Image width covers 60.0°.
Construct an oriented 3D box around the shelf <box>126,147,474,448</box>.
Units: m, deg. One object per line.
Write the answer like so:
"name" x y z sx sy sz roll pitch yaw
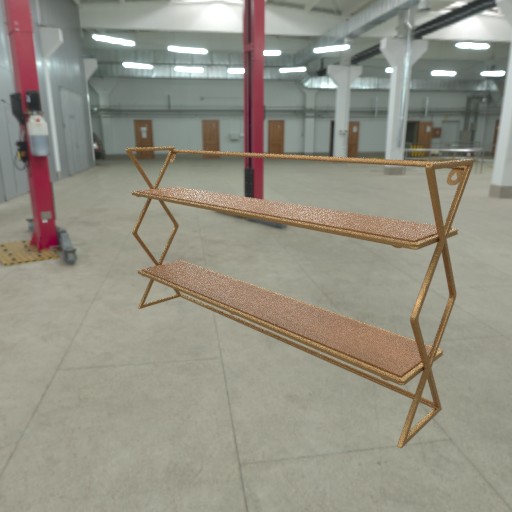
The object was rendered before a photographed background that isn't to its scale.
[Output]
"shelf" 0.000 0.000 0.985 0.150 0.450 0.822 -15 21 -42
